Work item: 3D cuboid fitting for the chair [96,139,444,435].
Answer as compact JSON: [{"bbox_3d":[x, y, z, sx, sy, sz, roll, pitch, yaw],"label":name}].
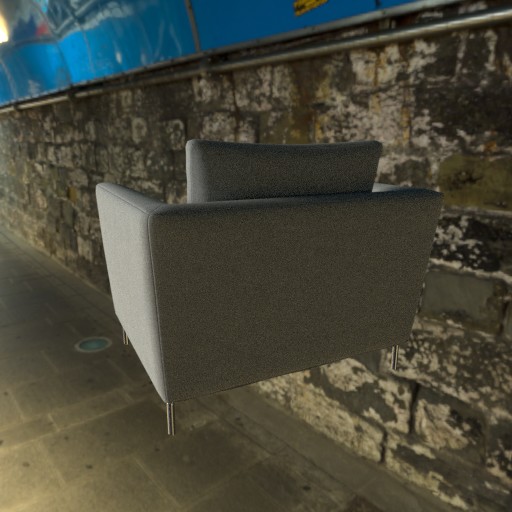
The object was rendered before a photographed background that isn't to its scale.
[{"bbox_3d":[0.000,0.000,1.710,1.041,0.864,0.889,-7,16,-26],"label":"chair"}]
